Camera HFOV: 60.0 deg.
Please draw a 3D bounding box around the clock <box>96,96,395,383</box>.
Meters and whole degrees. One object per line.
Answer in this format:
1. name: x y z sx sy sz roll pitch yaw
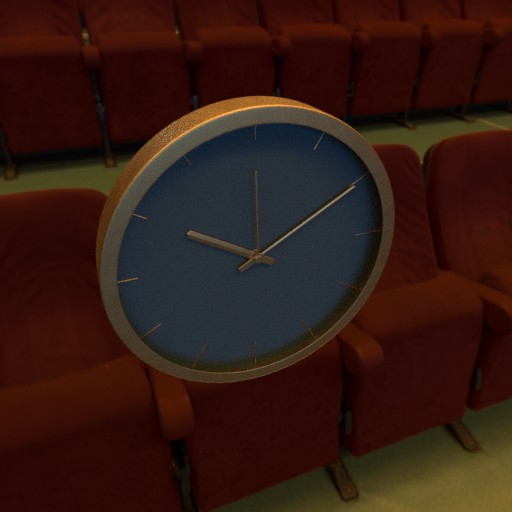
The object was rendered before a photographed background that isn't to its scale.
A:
1. clock: 0.000 0.000 0.464 0.314 0.314 0.040 -11 33 -18
